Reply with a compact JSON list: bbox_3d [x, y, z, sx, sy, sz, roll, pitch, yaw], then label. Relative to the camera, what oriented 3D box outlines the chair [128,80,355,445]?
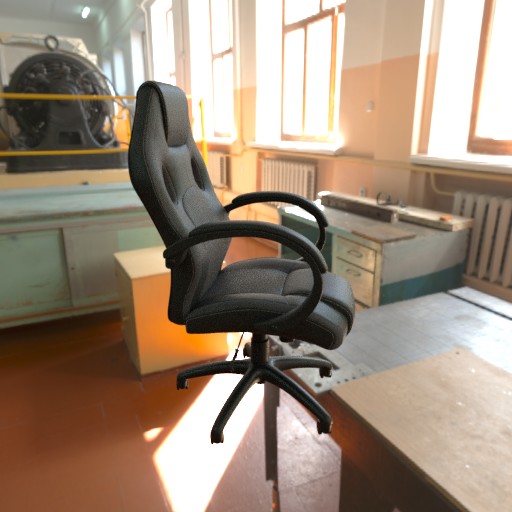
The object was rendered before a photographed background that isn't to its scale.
[{"bbox_3d":[0.000,0.000,1.614,0.724,1.187,0.673,3,17,9],"label":"chair"}]
